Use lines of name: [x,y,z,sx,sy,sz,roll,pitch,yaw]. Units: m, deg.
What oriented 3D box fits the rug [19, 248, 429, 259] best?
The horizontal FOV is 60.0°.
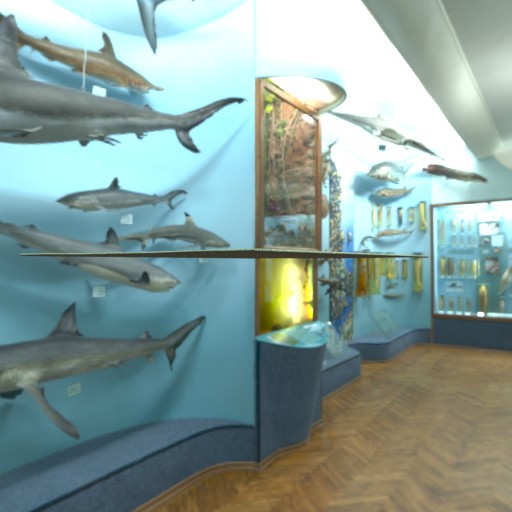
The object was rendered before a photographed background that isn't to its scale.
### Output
rug: [0.000,0.000,2.909,1.606,0.017,2.270,-1,-1,36]
